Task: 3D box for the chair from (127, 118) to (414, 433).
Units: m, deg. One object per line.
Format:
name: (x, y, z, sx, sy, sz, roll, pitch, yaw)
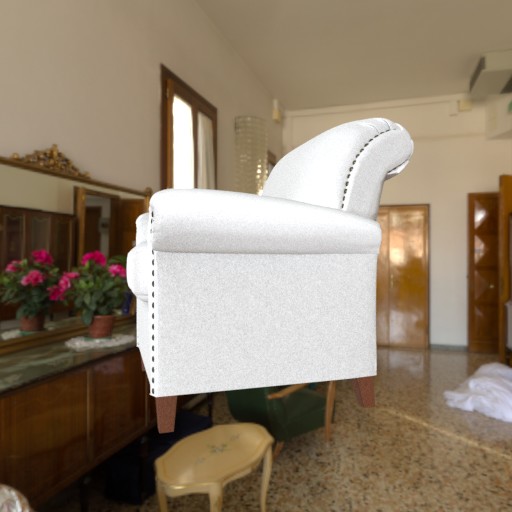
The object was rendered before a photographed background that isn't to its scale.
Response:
chair: (0.000, 0.000, 1.607, 0.890, 0.927, 0.854, 0, 0, -18)
